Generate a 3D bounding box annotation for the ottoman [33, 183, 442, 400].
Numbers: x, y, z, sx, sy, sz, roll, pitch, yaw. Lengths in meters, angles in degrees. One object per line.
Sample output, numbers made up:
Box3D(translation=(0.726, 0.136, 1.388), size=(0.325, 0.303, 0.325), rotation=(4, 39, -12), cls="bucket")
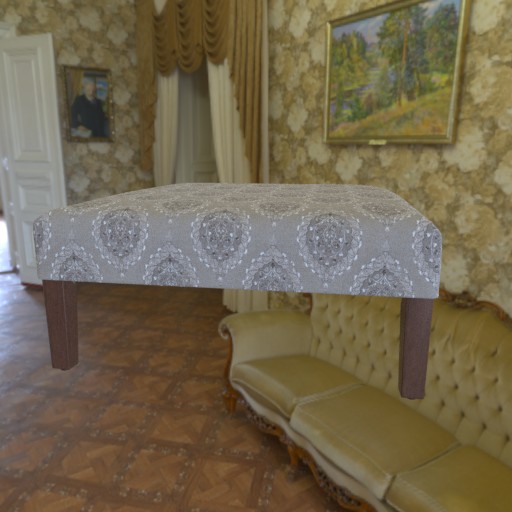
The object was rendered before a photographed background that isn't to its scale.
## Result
Box3D(translation=(0.000, 0.000, 1.386), size=(0.889, 0.411, 0.890), rotation=(2, 13, 9), cls="ottoman")
